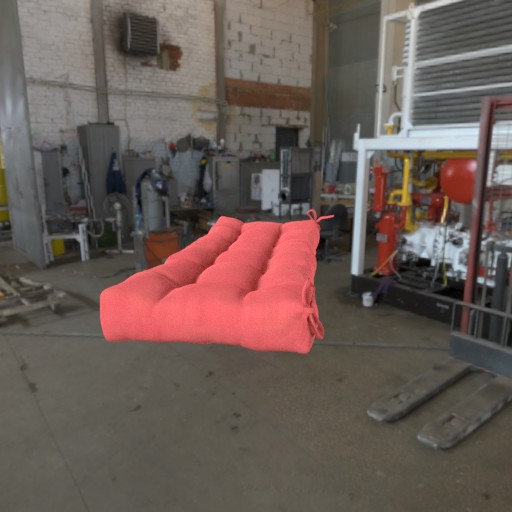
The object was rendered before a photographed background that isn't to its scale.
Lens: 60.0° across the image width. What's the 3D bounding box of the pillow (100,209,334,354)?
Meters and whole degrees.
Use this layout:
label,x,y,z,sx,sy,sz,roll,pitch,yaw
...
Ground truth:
label,x,y,z,sx,sy,sz,roll,pitch,yaw
pillow,0.000,0.000,1.397,0.511,0.174,1.194,2,13,8
